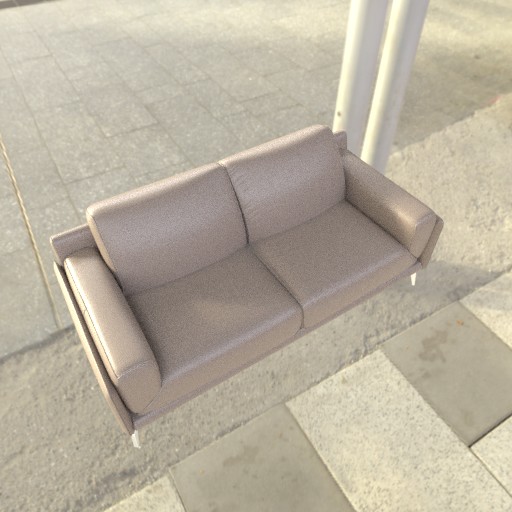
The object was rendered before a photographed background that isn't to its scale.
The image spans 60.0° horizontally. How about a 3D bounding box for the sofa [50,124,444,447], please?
[{"bbox_3d":[0.000,0.000,2.608,2.101,0.930,1.049,-25,51,-22],"label":"sofa"}]
